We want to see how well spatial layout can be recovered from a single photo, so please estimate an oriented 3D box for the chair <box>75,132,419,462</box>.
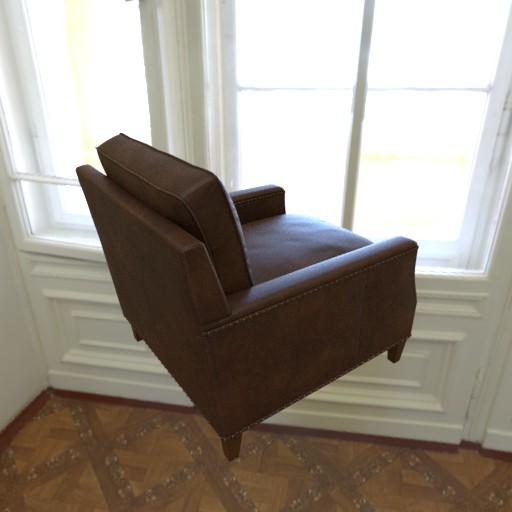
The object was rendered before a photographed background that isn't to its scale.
[{"bbox_3d":[0.000,0.000,1.710,1.014,0.929,0.853,-18,32,-31],"label":"chair"}]
